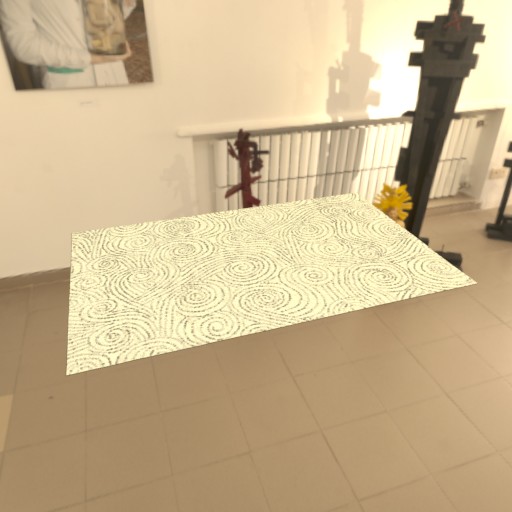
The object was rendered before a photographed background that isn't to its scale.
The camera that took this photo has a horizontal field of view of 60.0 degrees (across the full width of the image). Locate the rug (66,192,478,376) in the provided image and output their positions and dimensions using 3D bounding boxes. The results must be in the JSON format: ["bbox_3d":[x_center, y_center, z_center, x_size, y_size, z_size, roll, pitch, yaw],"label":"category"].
[{"bbox_3d":[0.000,0.000,3.075,2.439,0.005,1.524,-10,33,-16],"label":"rug"}]
